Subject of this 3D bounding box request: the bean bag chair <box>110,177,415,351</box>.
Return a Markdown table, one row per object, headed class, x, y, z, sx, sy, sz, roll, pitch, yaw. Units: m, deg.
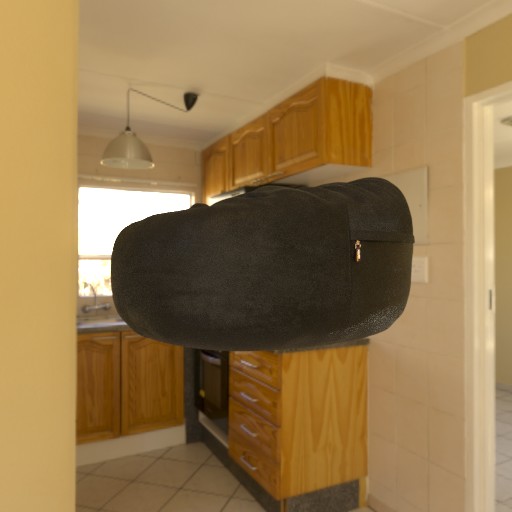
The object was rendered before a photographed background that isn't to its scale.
| class | x | y | z | sx | sy | sz | roll | pitch | yaw |
| --- | --- | --- | --- | --- | --- | --- | --- | --- | --- |
| bean bag chair | 0.000 | 0.000 | 2.466 | 1.524 | 0.878 | 1.524 | 0 | 0 | -37 |
